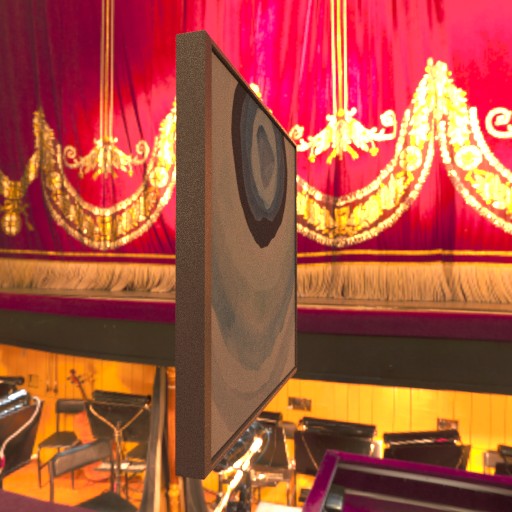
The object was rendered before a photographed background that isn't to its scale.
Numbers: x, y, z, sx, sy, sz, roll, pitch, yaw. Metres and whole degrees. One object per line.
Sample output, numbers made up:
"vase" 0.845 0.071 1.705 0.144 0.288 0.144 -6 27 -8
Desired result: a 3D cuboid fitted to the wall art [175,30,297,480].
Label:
"wall art" 0.000 0.000 0.513 0.028 0.349 0.349 0 -1 17
